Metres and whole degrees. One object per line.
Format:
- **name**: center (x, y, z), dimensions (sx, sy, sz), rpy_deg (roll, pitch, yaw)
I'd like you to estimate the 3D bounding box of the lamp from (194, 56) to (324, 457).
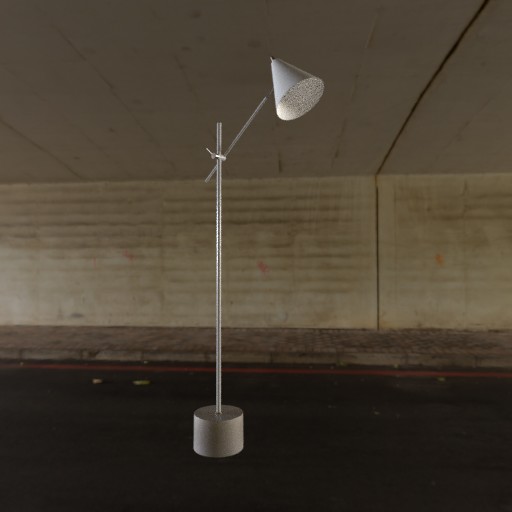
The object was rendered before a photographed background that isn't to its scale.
- **lamp**: center (0.000, 0.000, 1.600), dimensions (0.508, 1.430, 0.223), rpy_deg (-1, -2, 37)
